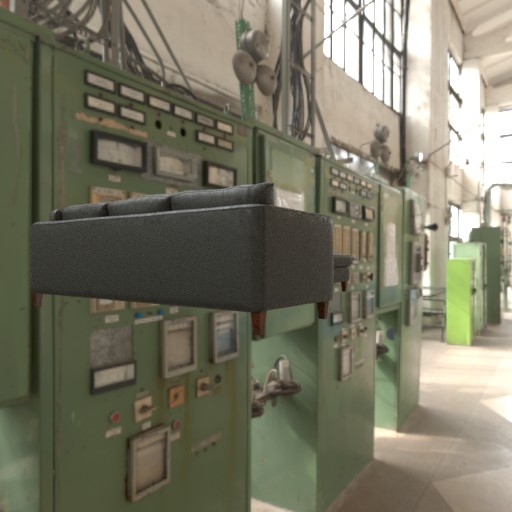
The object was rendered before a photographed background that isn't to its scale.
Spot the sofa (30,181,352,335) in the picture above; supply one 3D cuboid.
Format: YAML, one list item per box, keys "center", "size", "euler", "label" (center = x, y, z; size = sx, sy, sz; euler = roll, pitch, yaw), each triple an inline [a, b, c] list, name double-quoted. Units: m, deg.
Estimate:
- center: [0.000, 0.000, 4.617]
  size: [2.593, 0.923, 3.460]
  euler: [0, 0, 36]
  label: "sofa"
